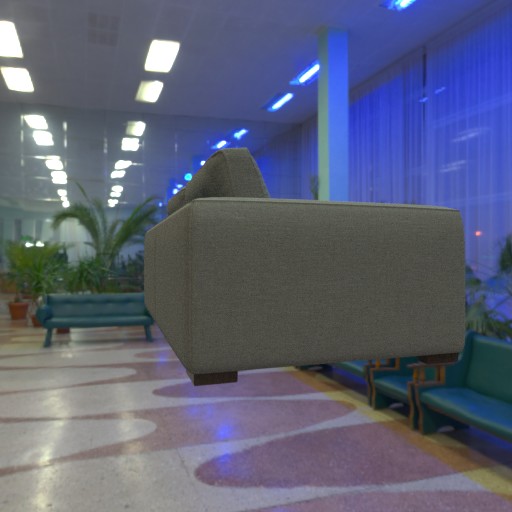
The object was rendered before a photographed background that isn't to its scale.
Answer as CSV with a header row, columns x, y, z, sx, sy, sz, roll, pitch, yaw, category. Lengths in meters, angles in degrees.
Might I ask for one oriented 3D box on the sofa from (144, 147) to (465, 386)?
x,y,z,sx,sy,sz,roll,pitch,yaw,category
0.000,0.000,2.385,1.069,0.800,1.920,0,0,-18,sofa
